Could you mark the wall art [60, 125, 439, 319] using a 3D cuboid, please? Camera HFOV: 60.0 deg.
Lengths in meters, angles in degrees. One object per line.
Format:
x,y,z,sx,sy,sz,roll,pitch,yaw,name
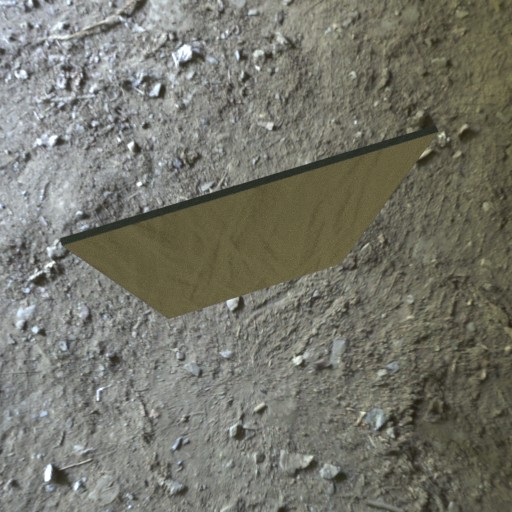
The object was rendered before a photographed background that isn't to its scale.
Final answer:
0.000,0.000,1.445,0.810,1.116,0.016,-18,75,-5,wall art
